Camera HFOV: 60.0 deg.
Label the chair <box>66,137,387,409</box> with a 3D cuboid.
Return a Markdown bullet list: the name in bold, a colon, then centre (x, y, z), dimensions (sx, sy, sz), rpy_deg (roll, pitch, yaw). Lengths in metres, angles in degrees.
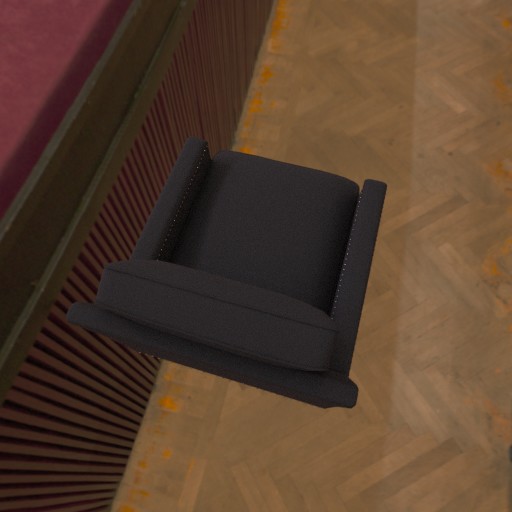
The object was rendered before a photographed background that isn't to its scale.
- **chair**: centre (0.000, 0.000, 1.717), dimensions (0.853, 0.943, 1.014), rpy_deg (15, 65, 7)
